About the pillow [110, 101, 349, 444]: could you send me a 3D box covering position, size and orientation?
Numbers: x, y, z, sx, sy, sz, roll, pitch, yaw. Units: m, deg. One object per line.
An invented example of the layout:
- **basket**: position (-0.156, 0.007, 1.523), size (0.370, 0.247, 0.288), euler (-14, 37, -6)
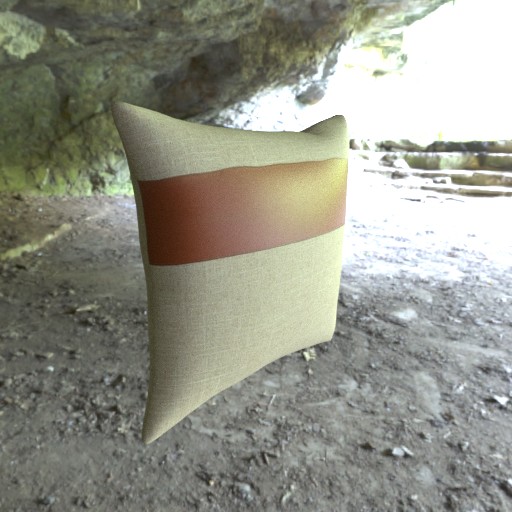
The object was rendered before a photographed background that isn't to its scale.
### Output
- **pillow**: position (0.000, 0.000, 0.632), size (0.173, 0.399, 0.414), euler (14, 20, 41)
